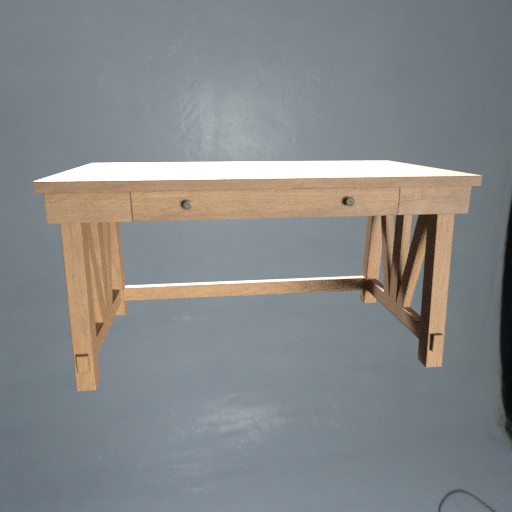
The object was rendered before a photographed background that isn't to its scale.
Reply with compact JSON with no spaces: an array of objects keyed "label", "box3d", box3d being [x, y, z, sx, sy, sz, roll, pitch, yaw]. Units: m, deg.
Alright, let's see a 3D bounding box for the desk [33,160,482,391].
[{"label":"desk","box3d":[0.000,0.000,1.956,1.499,0.762,0.813,-2,16,-7]}]
